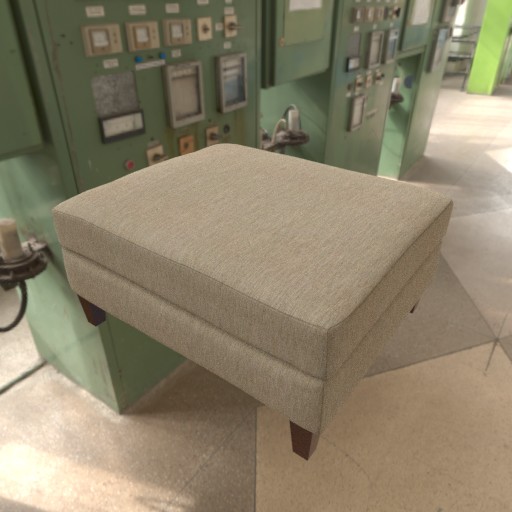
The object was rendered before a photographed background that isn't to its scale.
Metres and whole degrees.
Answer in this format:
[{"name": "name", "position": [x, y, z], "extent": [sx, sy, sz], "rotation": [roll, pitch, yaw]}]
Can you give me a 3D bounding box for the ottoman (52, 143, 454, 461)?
[{"name": "ottoman", "position": [0.000, 0.000, 1.459], "extent": [0.976, 0.492, 0.836], "rotation": [21, 37, 31]}]
